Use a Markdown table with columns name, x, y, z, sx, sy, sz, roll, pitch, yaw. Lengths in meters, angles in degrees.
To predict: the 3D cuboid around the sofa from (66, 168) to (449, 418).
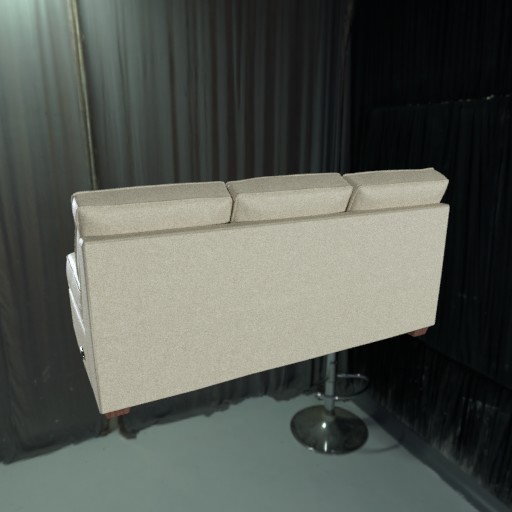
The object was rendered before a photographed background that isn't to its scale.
| name | x | y | z | sx | sy | sz | roll | pitch | yaw |
| --- | --- | --- | --- | --- | --- | --- | --- | --- | --- |
| sofa | 0.000 | 0.000 | 2.532 | 1.962 | 0.973 | 1.027 | -8 | 17 | -26 |
